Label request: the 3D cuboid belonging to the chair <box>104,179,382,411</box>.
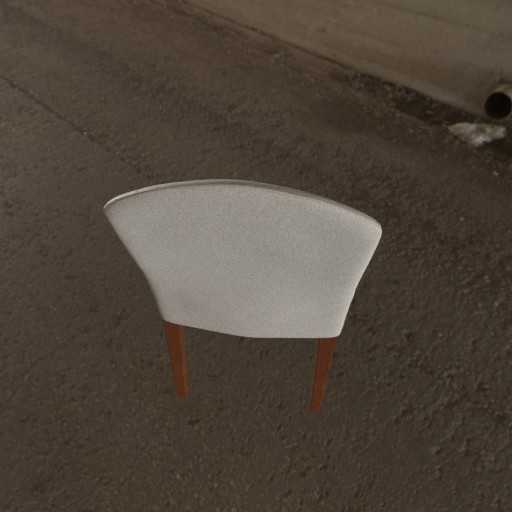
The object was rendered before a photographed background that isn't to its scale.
[{"bbox_3d":[0.000,0.000,1.164,0.472,0.893,0.540,5,48,4],"label":"chair"}]
